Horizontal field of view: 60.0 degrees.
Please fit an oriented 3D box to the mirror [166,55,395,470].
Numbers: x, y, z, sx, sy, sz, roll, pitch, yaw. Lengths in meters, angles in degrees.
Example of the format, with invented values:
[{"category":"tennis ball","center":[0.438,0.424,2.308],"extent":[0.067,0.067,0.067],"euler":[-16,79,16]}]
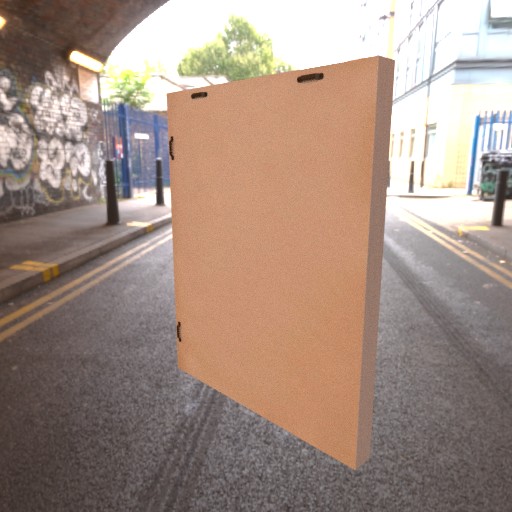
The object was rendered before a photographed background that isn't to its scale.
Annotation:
[{"category":"mirror","center":[0.000,0.000,0.678],"extent":[0.041,0.508,0.405],"euler":[-12,17,-43]}]
